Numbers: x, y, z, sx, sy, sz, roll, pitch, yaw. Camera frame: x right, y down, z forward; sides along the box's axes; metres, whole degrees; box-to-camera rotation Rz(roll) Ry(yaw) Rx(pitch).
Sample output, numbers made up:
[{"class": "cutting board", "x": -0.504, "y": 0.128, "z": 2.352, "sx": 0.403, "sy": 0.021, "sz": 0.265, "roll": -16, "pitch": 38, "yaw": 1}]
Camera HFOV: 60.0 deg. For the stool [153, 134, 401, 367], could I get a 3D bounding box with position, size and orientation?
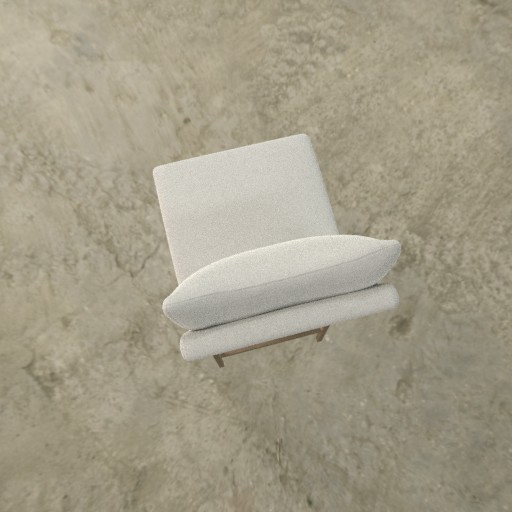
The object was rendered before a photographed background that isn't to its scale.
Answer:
[{"class": "stool", "x": 0.000, "y": 0.000, "z": 1.327, "sx": 0.463, "sy": 1.032, "sz": 0.572, "roll": -14, "pitch": 75, "yaw": -4}]
